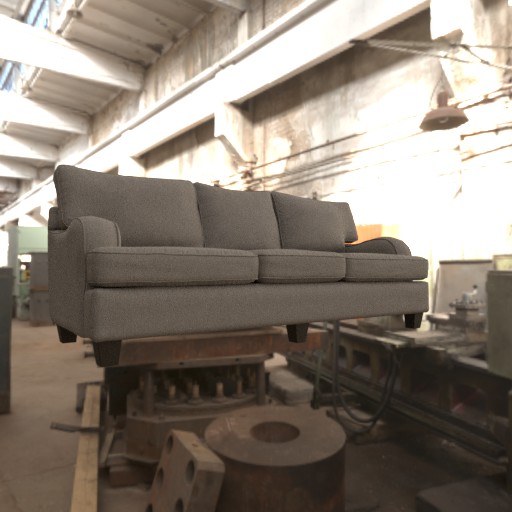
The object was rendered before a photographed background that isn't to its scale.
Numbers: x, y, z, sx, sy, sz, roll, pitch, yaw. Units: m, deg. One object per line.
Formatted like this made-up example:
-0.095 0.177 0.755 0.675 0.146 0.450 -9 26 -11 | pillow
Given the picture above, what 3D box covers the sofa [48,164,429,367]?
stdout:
0.000 0.000 2.846 2.323 0.991 1.016 1 -2 -35 | sofa
